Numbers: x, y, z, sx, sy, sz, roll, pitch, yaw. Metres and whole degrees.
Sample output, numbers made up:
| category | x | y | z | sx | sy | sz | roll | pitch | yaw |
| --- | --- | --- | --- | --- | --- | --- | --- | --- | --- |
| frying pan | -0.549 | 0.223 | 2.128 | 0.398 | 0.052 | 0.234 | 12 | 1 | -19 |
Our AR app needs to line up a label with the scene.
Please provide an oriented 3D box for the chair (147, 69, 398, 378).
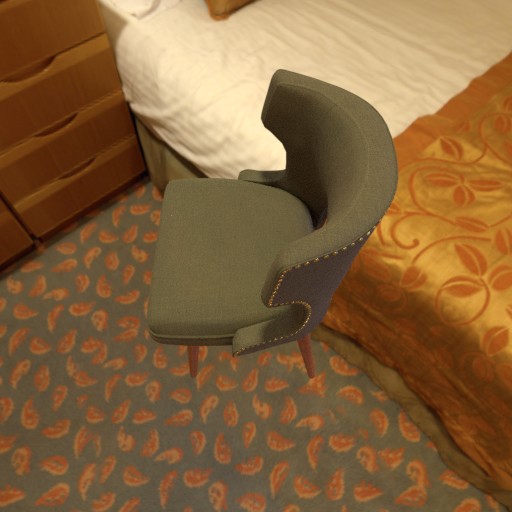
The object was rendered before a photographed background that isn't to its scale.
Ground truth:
| category | x | y | z | sx | sy | sz | roll | pitch | yaw |
| --- | --- | --- | --- | --- | --- | --- | --- | --- | --- |
| chair | 0.000 | 0.000 | 1.279 | 0.581 | 0.863 | 0.595 | 0 | 59 | 0 |
